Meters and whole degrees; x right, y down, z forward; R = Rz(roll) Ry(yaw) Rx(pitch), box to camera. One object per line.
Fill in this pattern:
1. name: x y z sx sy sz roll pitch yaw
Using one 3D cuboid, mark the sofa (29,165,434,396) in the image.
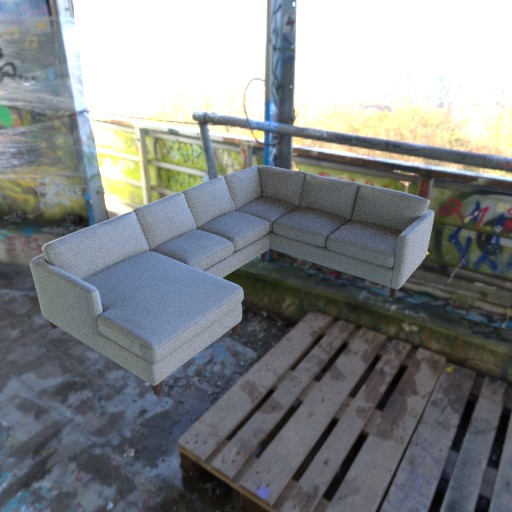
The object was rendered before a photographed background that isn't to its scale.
1. sofa: 0.000 0.000 4.615 2.593 0.959 3.460 19 33 32
